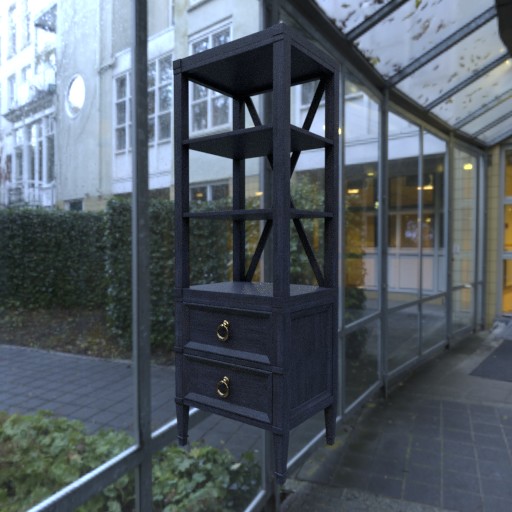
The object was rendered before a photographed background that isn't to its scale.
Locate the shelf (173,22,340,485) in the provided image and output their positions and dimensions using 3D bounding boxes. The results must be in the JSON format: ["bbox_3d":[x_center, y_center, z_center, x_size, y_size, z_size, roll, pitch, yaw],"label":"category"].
[{"bbox_3d":[0.000,0.000,1.998,0.584,1.727,0.472,1,2,37],"label":"shelf"}]
